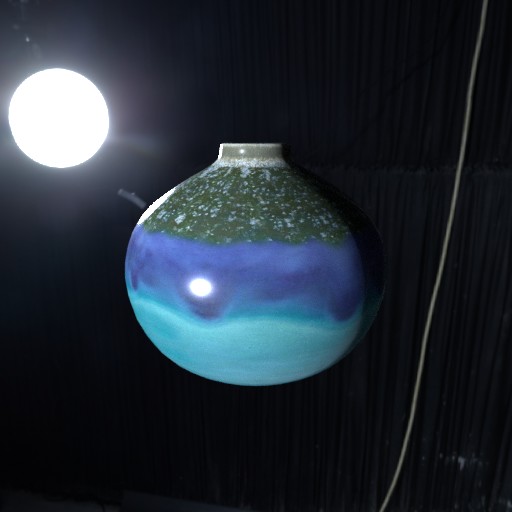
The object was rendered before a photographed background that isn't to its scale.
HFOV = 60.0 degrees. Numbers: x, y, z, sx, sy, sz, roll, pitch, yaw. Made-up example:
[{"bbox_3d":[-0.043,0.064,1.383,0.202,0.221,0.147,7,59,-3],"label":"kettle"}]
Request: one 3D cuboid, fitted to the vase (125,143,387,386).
[{"bbox_3d":[0.000,0.000,0.270,0.154,0.133,0.154,0,15,0],"label":"vase"}]
